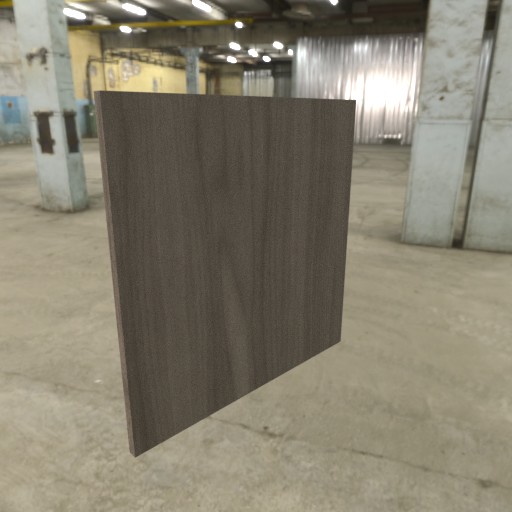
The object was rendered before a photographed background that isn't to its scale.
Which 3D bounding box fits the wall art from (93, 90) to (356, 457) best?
[{"bbox_3d":[0.000,0.000,0.748,0.508,0.507,0.016,-16,24,-41],"label":"wall art"}]
